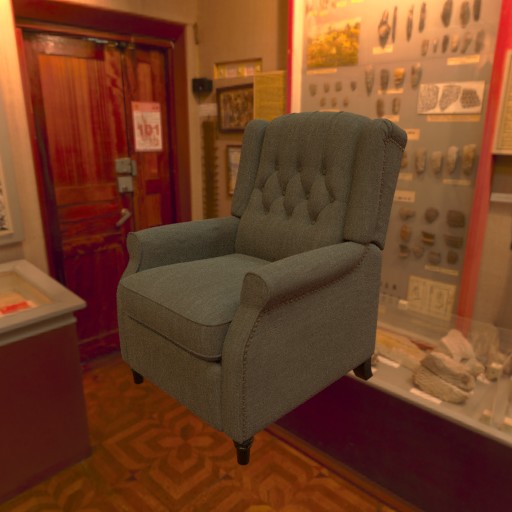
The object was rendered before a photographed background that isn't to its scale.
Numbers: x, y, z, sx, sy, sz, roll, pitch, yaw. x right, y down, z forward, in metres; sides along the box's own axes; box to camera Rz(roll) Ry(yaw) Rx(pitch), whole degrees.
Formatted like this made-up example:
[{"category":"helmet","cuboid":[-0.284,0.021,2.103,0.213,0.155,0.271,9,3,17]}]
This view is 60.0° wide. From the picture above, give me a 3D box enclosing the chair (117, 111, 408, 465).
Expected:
[{"category":"chair","cuboid":[0.000,0.000,1.648,0.898,1.035,0.742,-16,23,-42]}]
